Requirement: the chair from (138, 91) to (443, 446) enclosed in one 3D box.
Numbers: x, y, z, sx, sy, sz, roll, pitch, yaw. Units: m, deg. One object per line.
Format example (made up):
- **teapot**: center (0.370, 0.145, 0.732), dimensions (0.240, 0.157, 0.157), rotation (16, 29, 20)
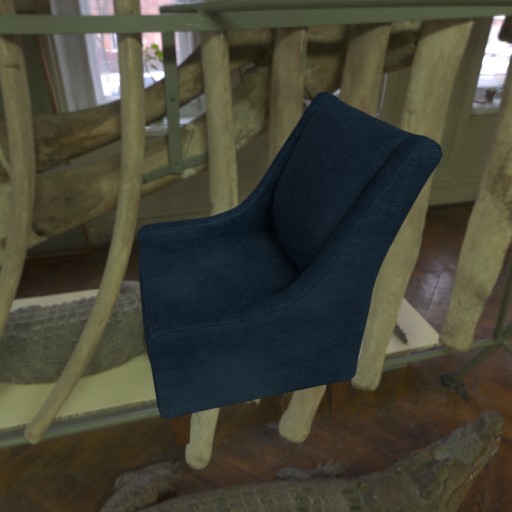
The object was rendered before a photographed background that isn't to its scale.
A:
- **chair**: center (0.000, 0.000, 1.653), dimensions (0.870, 1.014, 0.774), rotation (-8, 31, -13)
